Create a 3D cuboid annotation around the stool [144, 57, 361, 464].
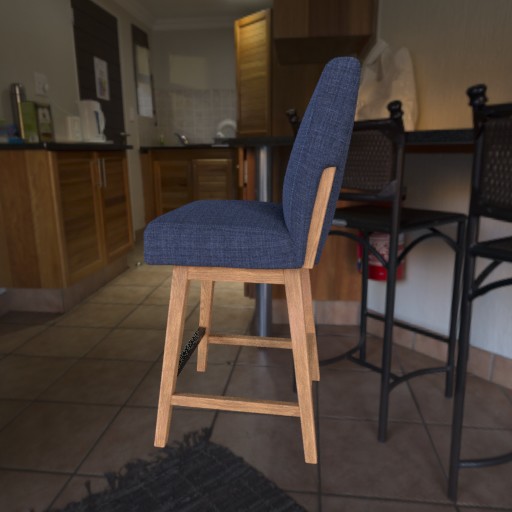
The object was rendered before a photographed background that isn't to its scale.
[{"bbox_3d":[0.000,0.000,1.300,0.526,1.010,0.459,2,15,9],"label":"stool"}]
